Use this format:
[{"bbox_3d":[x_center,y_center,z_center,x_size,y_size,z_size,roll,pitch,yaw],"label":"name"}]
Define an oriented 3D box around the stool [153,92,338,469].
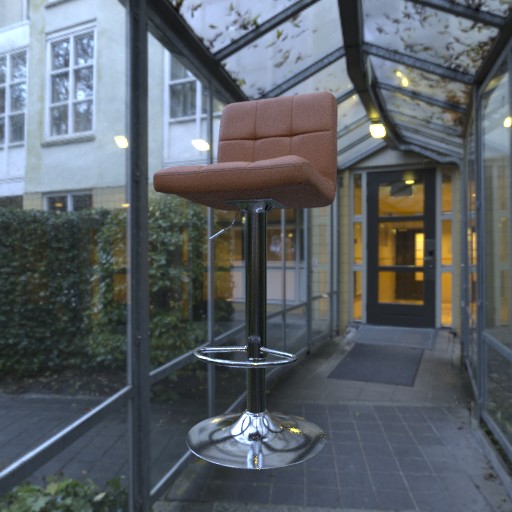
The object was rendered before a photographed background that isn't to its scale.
[{"bbox_3d":[0.000,0.000,1.358,0.430,1.115,0.505,0,0,20],"label":"stool"}]
